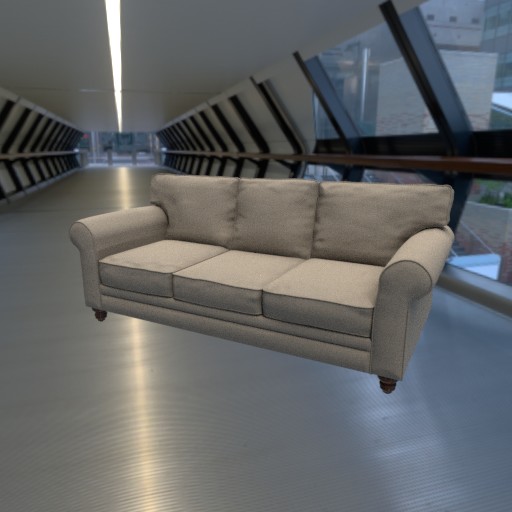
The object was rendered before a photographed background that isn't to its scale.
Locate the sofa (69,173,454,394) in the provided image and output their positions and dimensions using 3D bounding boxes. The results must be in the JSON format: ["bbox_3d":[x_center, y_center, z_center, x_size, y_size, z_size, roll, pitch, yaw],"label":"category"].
[{"bbox_3d":[0.000,0.000,2.664,2.118,0.889,0.998,8,16,27],"label":"sofa"}]
